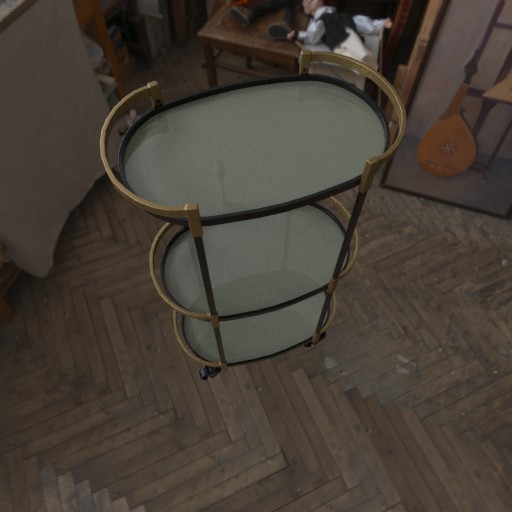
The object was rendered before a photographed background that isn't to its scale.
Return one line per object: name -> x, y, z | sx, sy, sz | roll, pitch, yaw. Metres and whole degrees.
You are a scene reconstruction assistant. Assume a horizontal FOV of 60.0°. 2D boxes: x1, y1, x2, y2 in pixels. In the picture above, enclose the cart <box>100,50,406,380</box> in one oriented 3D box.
cart -> 0.000, 0.000, 1.117 | 0.515, 0.885, 0.311 | -16, 60, -9
